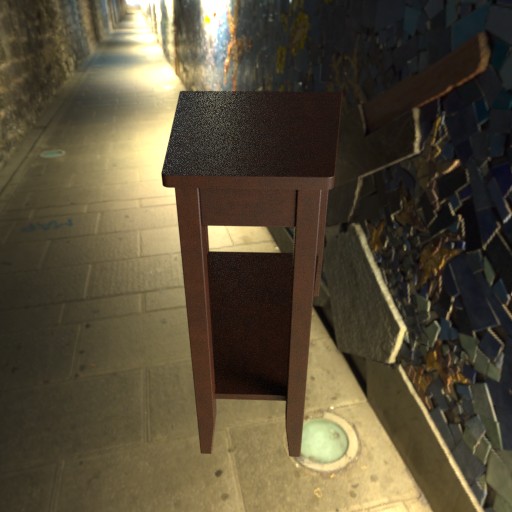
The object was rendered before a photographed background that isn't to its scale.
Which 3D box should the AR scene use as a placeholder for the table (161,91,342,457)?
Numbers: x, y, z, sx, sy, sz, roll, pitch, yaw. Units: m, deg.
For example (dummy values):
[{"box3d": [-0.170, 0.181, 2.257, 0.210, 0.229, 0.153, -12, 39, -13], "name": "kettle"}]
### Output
[{"box3d": [0.000, 0.000, 0.981, 0.399, 0.589, 0.605, 1, 30, 2], "name": "table"}]
